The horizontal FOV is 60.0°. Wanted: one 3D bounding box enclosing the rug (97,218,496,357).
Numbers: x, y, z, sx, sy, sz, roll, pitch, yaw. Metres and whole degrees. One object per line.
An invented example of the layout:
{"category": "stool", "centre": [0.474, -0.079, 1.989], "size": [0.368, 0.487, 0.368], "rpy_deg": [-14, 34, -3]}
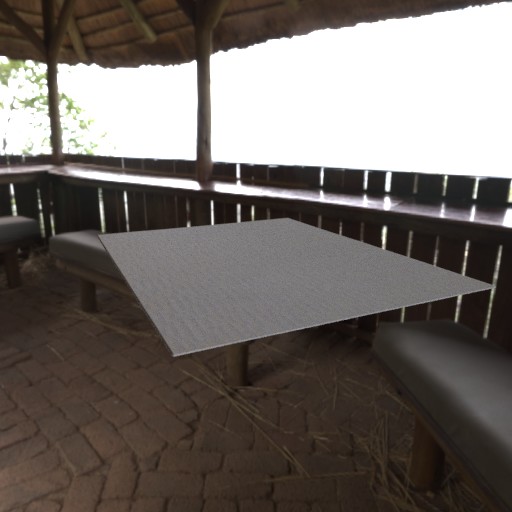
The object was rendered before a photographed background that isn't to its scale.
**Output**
{"category": "rug", "centre": [0.000, 0.000, 4.045], "size": [2.410, 0.021, 3.055], "rpy_deg": [-7, 17, -25]}
